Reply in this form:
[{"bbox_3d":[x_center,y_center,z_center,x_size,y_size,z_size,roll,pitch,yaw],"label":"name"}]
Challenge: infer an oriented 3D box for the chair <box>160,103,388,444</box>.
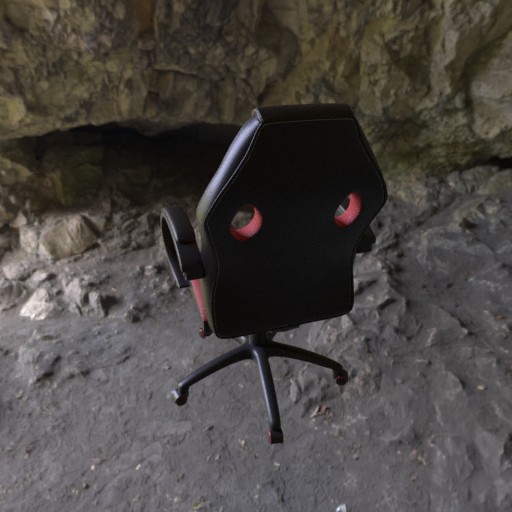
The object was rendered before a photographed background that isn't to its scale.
[{"bbox_3d":[0.000,0.000,1.689,0.750,1.189,0.783,-8,28,-17],"label":"chair"}]
